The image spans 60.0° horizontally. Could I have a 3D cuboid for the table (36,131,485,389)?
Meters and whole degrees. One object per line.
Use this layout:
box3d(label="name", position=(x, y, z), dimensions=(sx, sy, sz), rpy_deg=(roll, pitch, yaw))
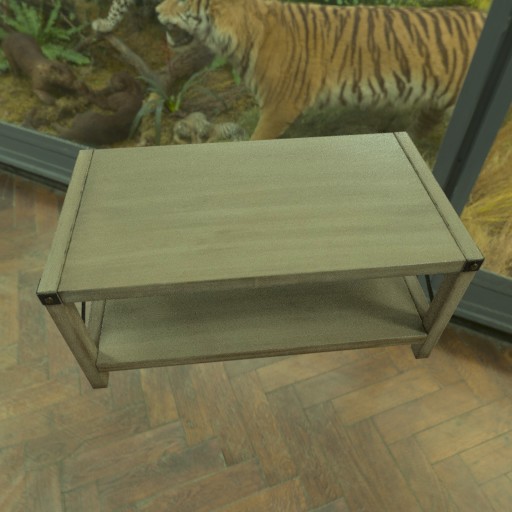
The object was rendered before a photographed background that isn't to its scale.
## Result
box3d(label="table", position=(0.000, 0.000, 1.330), dimensions=(1.016, 0.456, 0.559), rpy_deg=(-4, 47, -4))
